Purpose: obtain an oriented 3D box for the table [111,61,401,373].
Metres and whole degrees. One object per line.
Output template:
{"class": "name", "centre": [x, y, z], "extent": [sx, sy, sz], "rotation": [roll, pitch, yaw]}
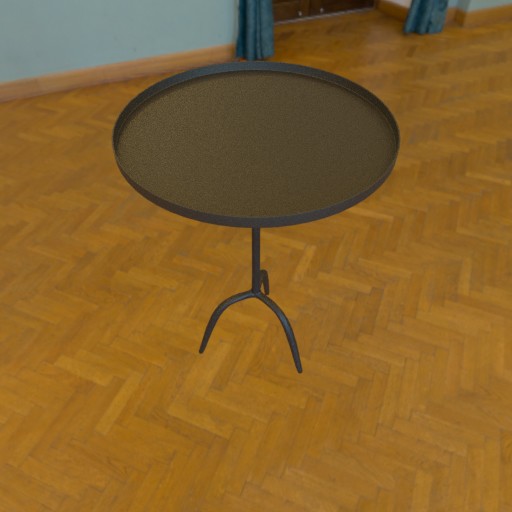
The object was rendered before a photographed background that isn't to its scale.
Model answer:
{"class": "table", "centre": [0.000, 0.000, 1.045], "extent": [0.502, 0.700, 0.502], "rotation": [-18, 50, -16]}
